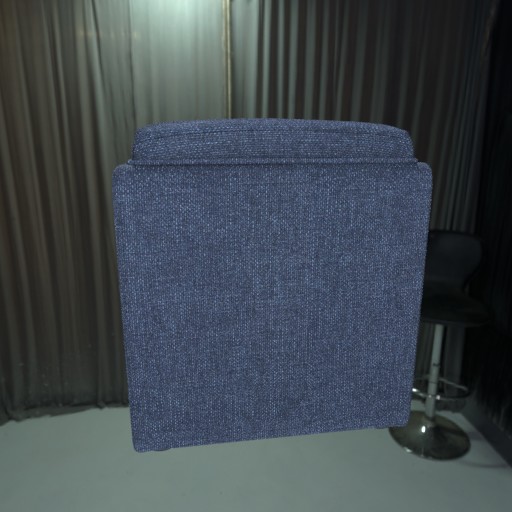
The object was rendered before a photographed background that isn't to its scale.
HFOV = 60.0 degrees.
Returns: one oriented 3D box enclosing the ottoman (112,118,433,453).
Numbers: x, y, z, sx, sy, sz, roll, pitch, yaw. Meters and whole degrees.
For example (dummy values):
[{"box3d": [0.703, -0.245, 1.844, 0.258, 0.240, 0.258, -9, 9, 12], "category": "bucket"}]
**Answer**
[{"box3d": [0.000, 0.000, 0.836, 0.436, 0.493, 0.454, -2, 15, -8], "category": "ottoman"}]
